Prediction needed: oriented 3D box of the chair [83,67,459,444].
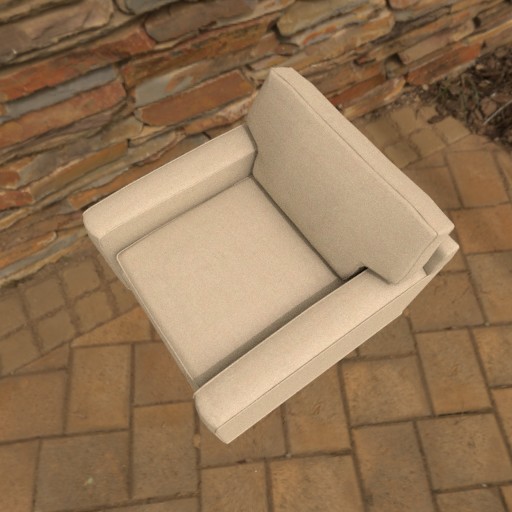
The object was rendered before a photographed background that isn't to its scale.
[{"bbox_3d":[0.000,0.000,1.829,1.043,0.913,0.998,-32,68,-15],"label":"chair"}]
